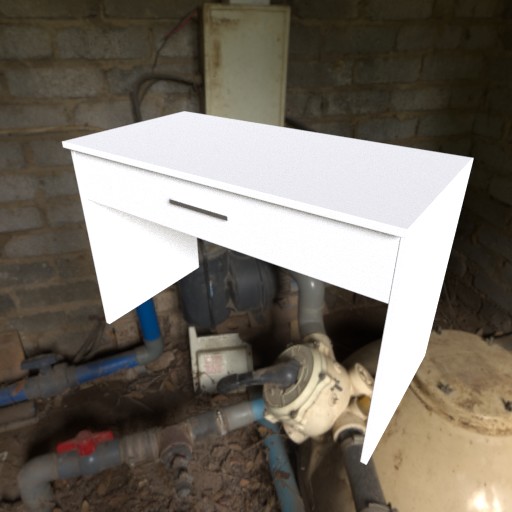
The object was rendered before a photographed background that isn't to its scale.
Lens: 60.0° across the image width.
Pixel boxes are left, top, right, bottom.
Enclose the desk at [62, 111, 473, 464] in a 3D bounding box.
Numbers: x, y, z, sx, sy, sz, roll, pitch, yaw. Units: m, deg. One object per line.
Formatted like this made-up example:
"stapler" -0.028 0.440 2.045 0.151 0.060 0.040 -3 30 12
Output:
"desk" 0.000 0.000 1.499 1.100 0.730 0.560 19 35 30
